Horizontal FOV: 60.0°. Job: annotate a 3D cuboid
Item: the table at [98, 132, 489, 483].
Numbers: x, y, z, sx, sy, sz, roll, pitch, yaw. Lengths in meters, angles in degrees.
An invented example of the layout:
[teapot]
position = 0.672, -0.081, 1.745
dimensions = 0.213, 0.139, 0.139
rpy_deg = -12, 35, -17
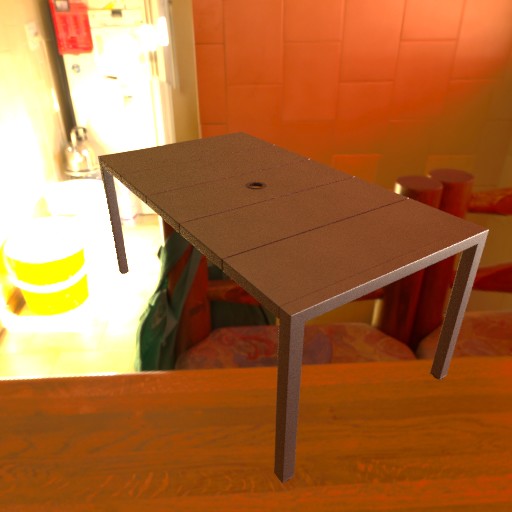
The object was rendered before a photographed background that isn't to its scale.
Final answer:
[table]
position = 0.000, 0.000, 2.174
dimensions = 0.914, 0.735, 1.680
rpy_deg = -19, 35, -29
